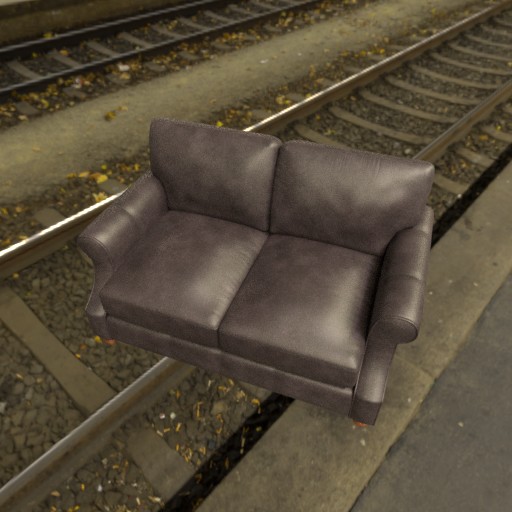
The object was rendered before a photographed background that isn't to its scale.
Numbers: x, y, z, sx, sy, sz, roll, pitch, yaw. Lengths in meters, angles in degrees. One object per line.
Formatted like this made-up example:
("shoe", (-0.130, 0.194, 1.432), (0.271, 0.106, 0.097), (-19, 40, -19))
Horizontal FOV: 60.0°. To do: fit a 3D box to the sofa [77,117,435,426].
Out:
("sofa", (0.000, 0.000, 2.316), (1.663, 0.979, 1.030), (14, 43, 15))
